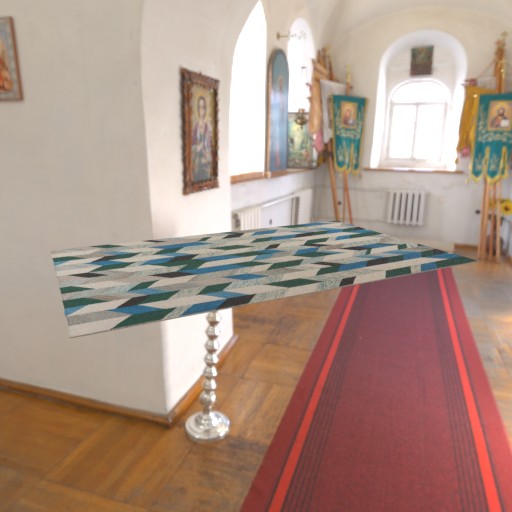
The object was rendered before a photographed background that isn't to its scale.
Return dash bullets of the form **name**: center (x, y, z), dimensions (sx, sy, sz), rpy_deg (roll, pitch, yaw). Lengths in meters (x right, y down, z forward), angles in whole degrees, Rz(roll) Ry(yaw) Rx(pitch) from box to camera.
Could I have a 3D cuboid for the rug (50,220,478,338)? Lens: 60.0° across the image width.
- **rug**: center (0.000, 0.000, 2.947), dimensions (2.433, 0.007, 1.507), rpy_deg (-8, 17, -26)
